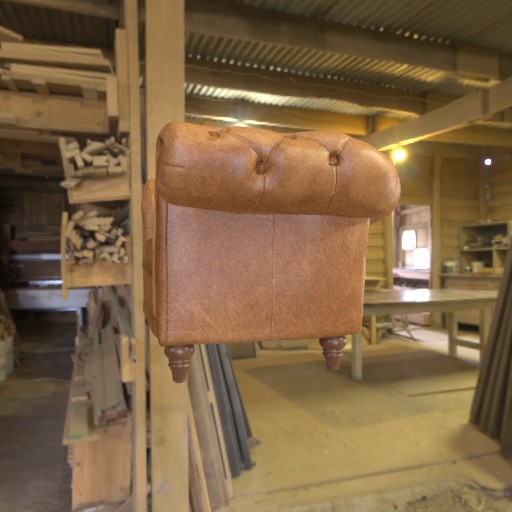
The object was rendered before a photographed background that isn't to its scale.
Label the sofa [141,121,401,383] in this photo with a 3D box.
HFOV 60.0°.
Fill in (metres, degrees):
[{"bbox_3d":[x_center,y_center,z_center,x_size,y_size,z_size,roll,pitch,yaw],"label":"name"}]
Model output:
[{"bbox_3d":[0.000,0.000,2.079,1.033,0.878,1.405,0,0,-17],"label":"sofa"}]
